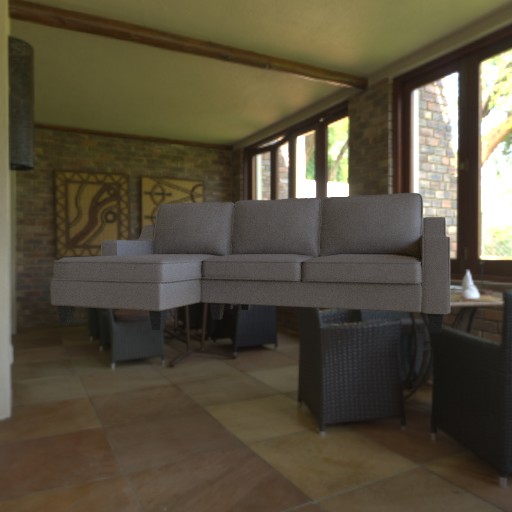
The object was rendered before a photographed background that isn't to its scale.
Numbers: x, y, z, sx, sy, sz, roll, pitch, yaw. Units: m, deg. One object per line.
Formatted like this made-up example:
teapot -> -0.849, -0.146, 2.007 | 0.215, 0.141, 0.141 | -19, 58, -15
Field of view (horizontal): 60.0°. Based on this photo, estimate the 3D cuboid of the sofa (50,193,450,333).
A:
sofa -> 0.000, 0.000, 3.196 | 2.561, 0.928, 1.294 | 0, 1, 21
